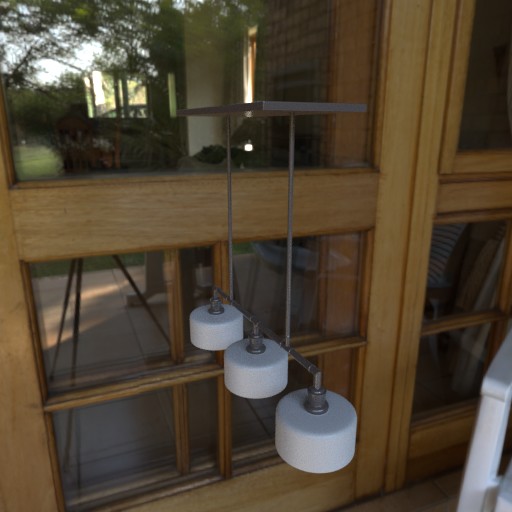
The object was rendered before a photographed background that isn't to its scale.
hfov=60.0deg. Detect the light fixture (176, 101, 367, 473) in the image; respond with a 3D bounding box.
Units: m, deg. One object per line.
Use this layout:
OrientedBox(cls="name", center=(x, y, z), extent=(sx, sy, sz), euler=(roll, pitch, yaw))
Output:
OrientedBox(cls="light fixture", center=(0.000, 0.000, 0.876), extent=(0.177, 0.557, 0.582), euler=(-8, 18, -26))
